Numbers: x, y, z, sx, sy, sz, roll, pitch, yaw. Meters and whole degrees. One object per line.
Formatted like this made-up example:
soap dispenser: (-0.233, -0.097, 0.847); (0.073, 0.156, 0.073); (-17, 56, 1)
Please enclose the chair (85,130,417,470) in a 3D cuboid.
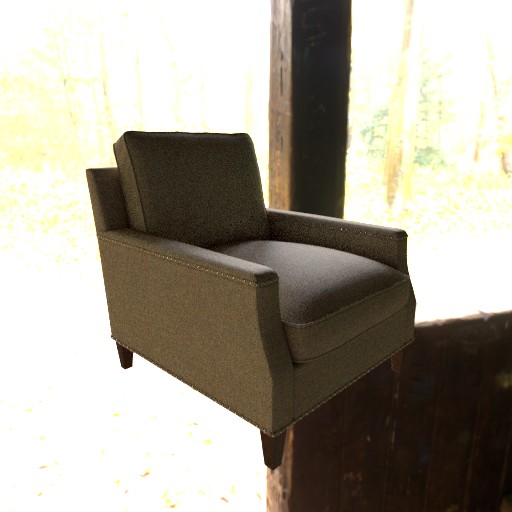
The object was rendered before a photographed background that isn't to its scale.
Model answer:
chair: (0.000, 0.000, 1.723); (1.014, 0.943, 0.853); (14, 20, 42)
